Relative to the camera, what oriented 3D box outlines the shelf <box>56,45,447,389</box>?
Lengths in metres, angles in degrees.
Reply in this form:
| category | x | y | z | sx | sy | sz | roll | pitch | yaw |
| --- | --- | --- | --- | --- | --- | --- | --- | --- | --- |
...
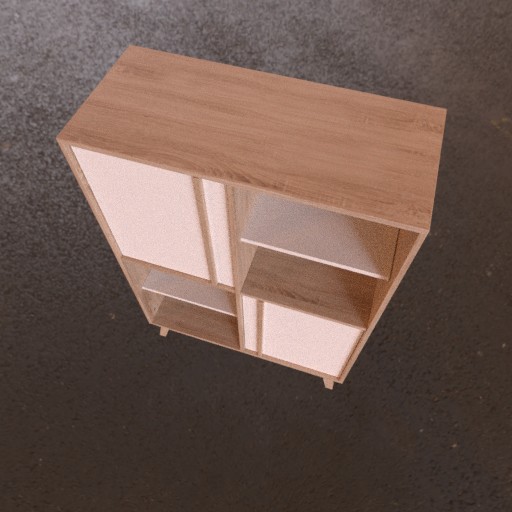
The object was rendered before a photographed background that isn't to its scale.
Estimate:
| category | x | y | z | sx | sy | sz | roll | pitch | yaw |
| --- | --- | --- | --- | --- | --- | --- | --- | --- | --- |
| shelf | 0.000 | 0.000 | 1.822 | 1.000 | 1.390 | 0.450 | 15 | 59 | 9 |
